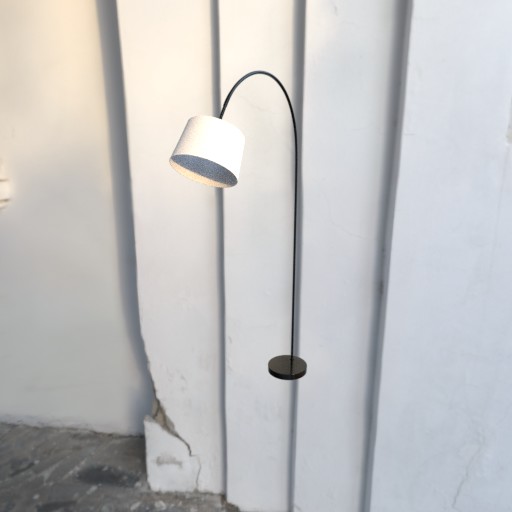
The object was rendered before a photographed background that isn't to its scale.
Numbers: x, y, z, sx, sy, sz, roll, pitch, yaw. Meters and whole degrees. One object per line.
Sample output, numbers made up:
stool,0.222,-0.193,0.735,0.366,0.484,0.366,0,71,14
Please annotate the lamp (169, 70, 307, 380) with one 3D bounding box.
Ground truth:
lamp,0.000,0.000,2.689,0.331,2.104,1.363,8,18,26
